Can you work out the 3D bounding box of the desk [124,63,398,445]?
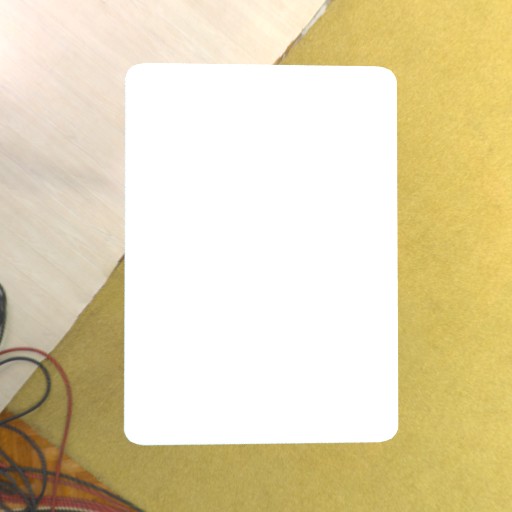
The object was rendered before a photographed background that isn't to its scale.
[{"bbox_3d":[0.000,0.000,1.289,0.549,0.800,0.762,0,89,-2],"label":"desk"}]
